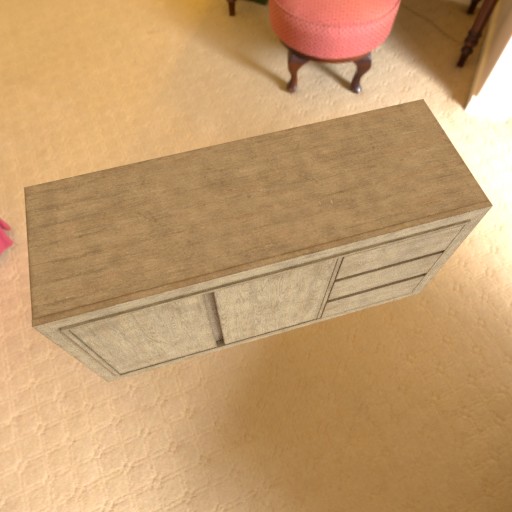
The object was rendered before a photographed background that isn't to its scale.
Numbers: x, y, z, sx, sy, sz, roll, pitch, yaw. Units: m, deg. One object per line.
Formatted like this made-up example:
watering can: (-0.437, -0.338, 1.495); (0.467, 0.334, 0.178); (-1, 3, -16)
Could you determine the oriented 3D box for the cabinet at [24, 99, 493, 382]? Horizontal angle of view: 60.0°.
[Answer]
cabinet: (0.000, 0.000, 1.820); (1.460, 0.825, 0.511); (-15, 63, -8)
